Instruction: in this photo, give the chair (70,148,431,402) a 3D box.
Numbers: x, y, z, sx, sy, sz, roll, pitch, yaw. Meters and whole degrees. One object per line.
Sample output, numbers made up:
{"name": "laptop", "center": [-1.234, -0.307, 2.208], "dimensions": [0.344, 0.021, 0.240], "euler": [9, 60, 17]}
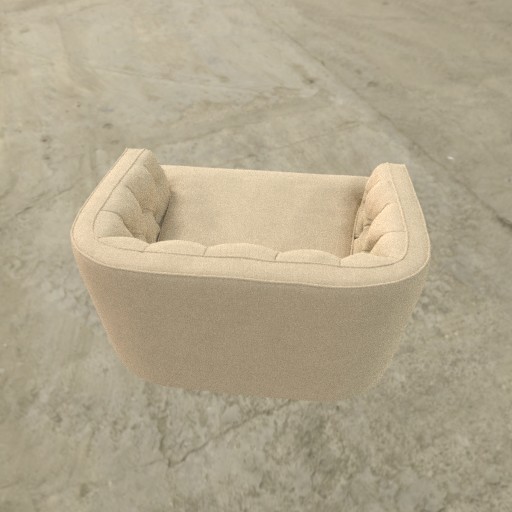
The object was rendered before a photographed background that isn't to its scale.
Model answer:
{"name": "chair", "center": [0.000, 0.000, 1.724], "dimensions": [1.118, 0.787, 0.914], "euler": [4, 47, 4]}
